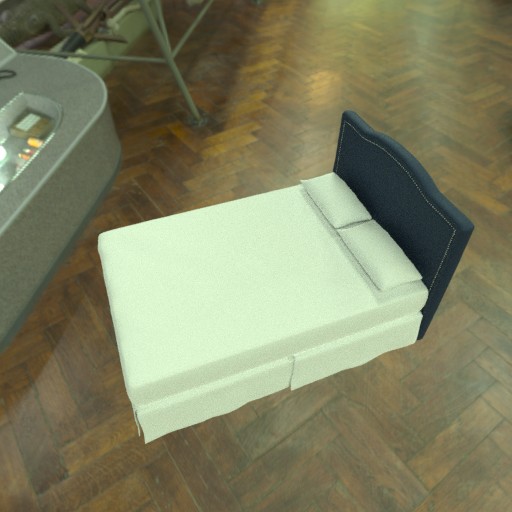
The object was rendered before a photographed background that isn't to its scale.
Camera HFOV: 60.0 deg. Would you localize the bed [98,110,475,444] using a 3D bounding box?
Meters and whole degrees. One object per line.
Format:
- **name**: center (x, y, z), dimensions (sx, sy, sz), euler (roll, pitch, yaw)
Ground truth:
- **bed**: center (0.000, 0.000, 3.613), dimensions (2.507, 1.441, 1.741), euler (-15, 48, -14)
